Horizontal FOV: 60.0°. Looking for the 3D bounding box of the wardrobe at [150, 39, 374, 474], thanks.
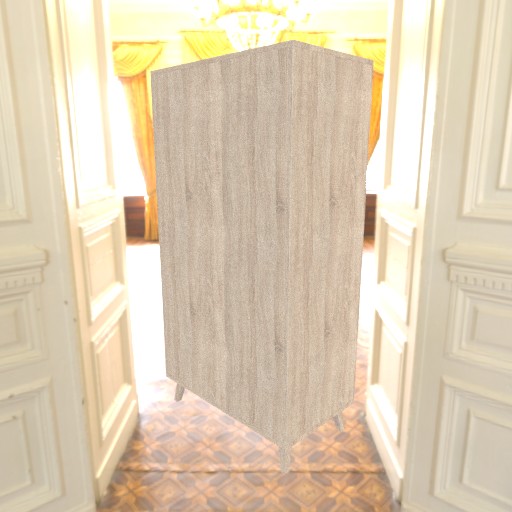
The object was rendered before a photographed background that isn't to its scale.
[{"bbox_3d":[0.000,0.000,2.455,0.600,1.960,1.000,-13,19,-43],"label":"wardrobe"}]
